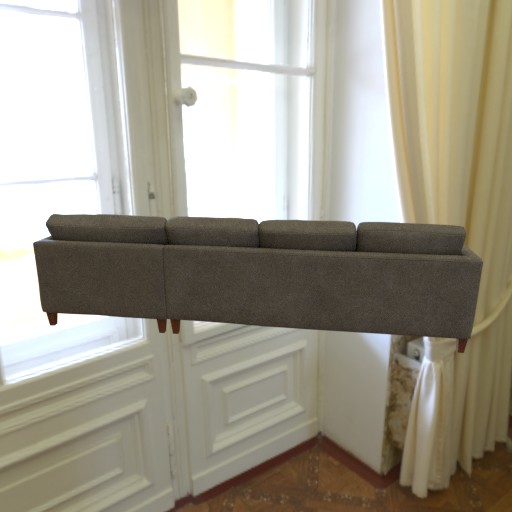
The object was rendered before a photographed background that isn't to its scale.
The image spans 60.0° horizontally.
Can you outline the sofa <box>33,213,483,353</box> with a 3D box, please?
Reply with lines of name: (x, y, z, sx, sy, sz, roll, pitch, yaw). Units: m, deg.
sofa: (0.000, 0.000, 4.138, 3.471, 0.950, 1.604, 2, 16, 8)
